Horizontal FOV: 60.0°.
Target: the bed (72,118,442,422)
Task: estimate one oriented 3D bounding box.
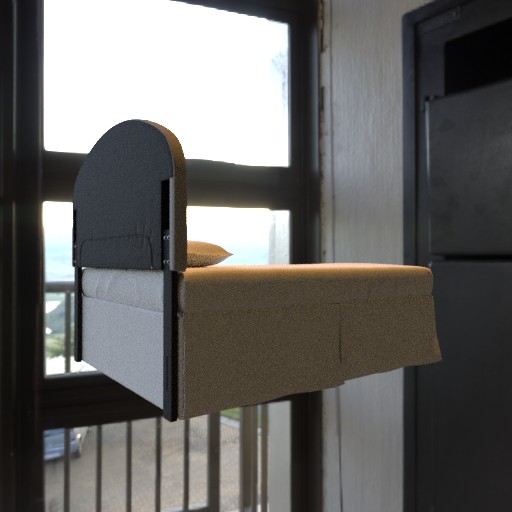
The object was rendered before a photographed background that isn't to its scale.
[{"bbox_3d":[0.000,0.000,3.017,2.005,1.410,1.607,1,-1,-37],"label":"bed"}]
